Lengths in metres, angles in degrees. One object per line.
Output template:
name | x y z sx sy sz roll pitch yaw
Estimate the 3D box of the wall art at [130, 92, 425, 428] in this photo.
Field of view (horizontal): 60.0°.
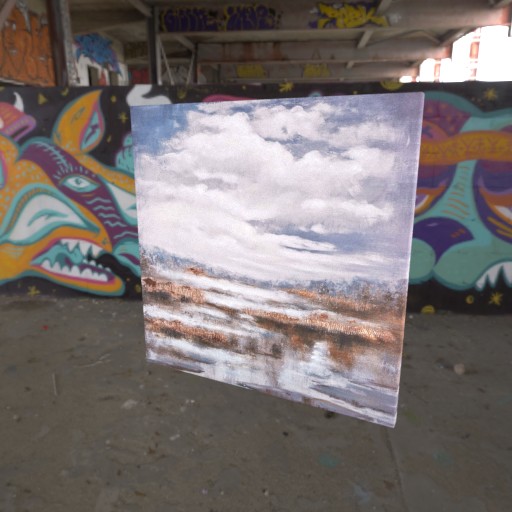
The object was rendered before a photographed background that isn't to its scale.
wall art | 0.000 0.000 1.350 0.888 0.897 0.035 7 16 26
